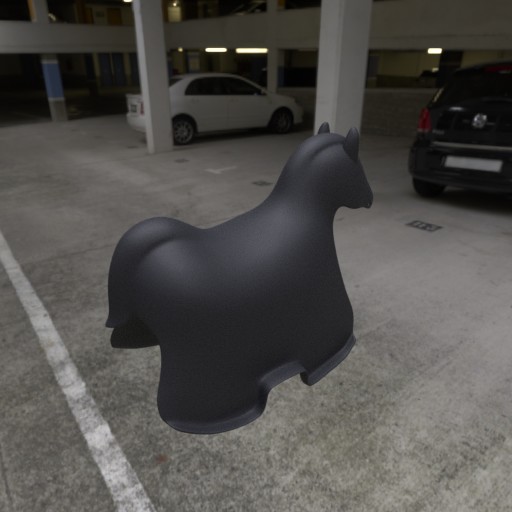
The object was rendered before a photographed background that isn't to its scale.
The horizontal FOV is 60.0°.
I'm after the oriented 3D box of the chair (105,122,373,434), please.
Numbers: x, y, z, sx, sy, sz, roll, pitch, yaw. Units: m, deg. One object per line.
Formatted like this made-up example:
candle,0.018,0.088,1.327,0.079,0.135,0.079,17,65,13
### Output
chair,0.000,0.000,1.144,0.800,0.612,0.429,-17,30,-32
